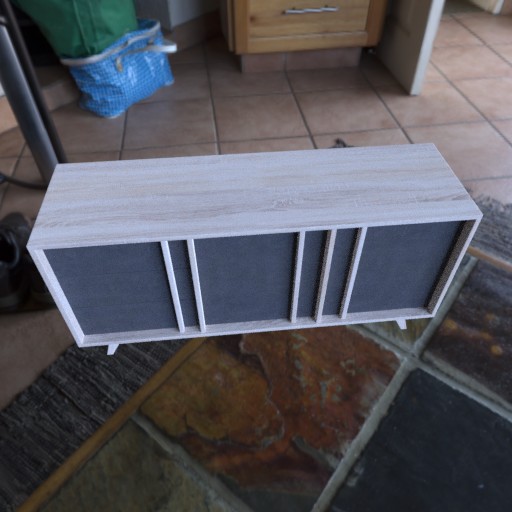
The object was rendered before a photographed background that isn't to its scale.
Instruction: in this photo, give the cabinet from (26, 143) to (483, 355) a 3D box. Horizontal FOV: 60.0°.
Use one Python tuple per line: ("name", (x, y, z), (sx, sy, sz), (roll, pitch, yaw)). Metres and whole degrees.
("cabinet", (0.000, 0.000, 2.044), (1.650, 0.780, 0.500), (-4, 46, -4))
